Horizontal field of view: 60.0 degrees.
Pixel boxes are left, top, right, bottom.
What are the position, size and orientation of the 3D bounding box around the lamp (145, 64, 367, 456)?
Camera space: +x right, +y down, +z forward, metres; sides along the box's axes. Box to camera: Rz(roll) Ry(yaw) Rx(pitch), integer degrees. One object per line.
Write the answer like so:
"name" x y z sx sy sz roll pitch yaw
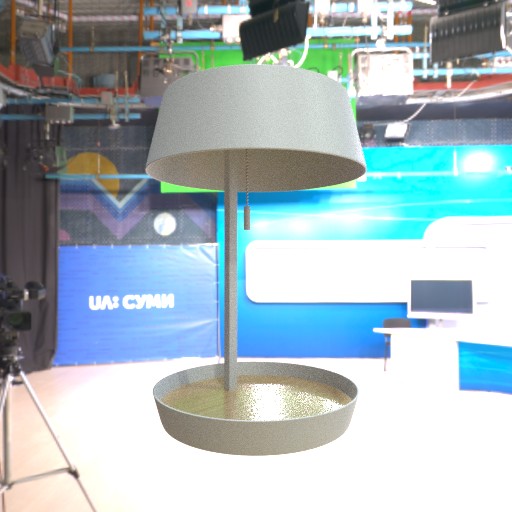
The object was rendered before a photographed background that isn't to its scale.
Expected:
"lamp" 0.000 0.000 0.597 0.291 0.429 0.291 0 -1 0
